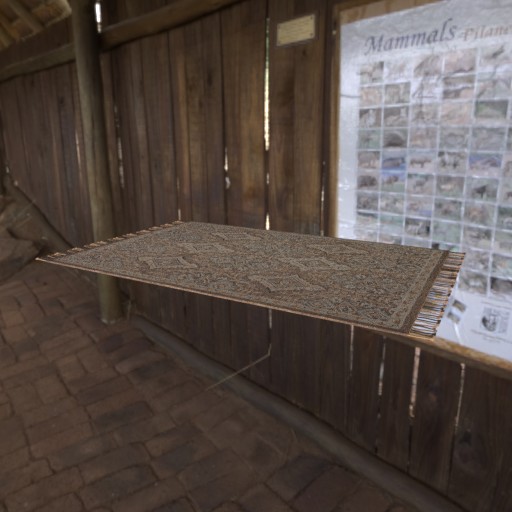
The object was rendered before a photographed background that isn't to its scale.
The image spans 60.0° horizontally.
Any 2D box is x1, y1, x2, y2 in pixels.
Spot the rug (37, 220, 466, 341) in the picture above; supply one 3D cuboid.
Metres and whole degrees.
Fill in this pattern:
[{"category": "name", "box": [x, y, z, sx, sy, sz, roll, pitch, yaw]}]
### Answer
[{"category": "rug", "box": [0.000, 0.000, 2.950, 2.434, 0.010, 1.516, 8, 18, 28]}]
